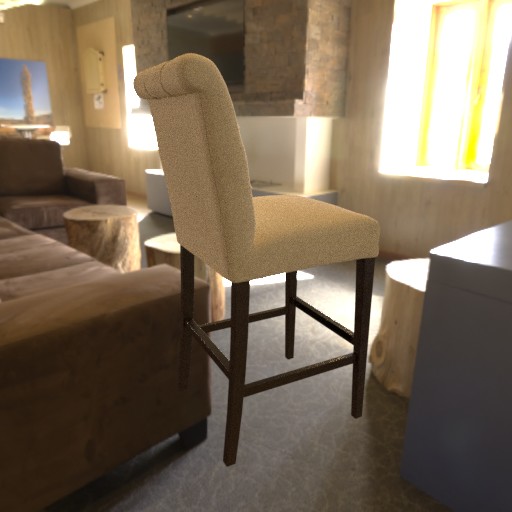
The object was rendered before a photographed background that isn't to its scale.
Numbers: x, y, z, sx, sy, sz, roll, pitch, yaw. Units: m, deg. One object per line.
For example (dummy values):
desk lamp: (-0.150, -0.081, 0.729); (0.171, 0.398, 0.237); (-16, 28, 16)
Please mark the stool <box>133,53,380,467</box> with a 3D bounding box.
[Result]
stool: (0.000, 0.000, 1.421); (0.610, 1.118, 0.482); (-9, 19, -26)
